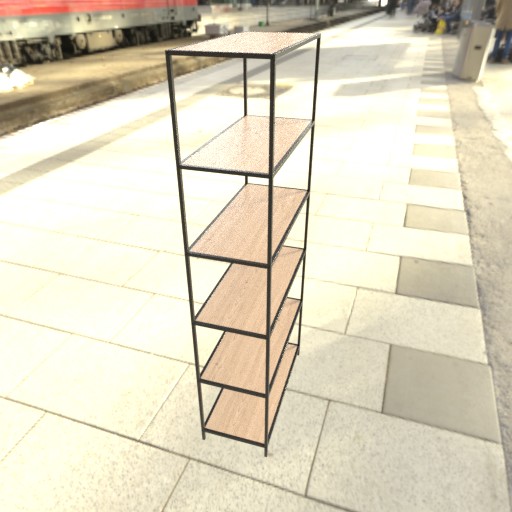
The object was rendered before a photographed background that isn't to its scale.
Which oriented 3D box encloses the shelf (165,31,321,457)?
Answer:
[{"bbox_3d":[0.000,0.000,2.106,0.350,1.850,0.770,9,32,15],"label":"shelf"}]
